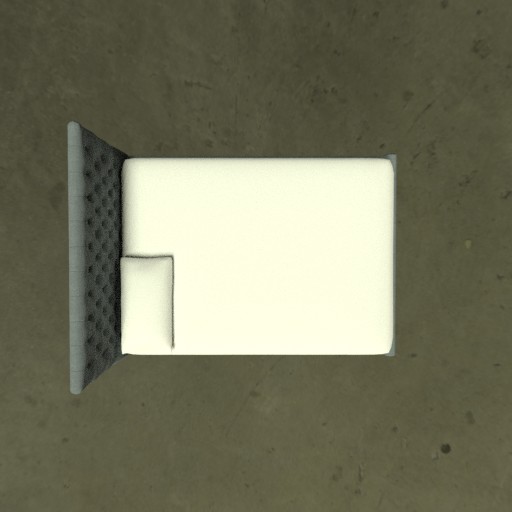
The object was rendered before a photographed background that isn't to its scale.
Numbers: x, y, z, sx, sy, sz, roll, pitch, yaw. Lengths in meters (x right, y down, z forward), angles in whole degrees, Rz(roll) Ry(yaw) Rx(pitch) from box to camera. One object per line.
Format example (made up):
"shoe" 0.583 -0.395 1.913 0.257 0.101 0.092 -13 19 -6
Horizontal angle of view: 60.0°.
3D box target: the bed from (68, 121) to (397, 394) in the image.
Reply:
"bed" 0.000 0.000 3.416 2.335 1.411 1.698 0 91 0
